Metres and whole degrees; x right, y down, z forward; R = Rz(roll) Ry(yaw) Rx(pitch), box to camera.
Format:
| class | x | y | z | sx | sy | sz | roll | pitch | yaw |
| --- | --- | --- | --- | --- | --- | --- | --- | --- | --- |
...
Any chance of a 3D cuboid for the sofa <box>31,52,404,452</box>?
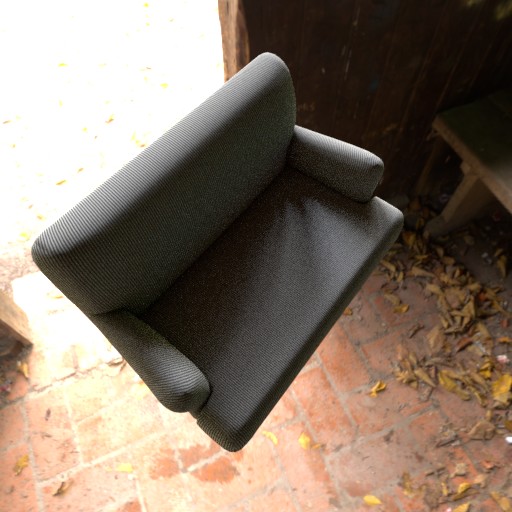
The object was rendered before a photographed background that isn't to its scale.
| class | x | y | z | sx | sy | sz | roll | pitch | yaw |
| --- | --- | --- | --- | --- | --- | --- | --- | --- | --- |
| sofa | 0.000 | 0.000 | 1.763 | 0.779 | 0.889 | 1.297 | 34 | 65 | 18 |
